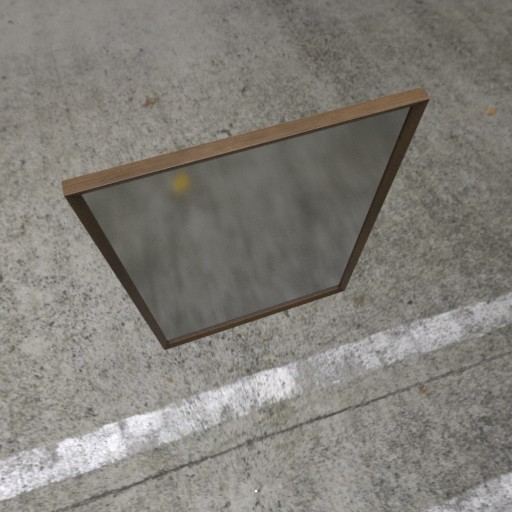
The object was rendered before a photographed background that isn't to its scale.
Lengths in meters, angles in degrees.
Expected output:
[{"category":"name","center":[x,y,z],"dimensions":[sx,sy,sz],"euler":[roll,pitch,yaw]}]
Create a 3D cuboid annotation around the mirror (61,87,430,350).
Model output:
[{"category":"mirror","center":[0.000,0.000,1.331],"dimensions":[0.762,1.016,0.041],"euler":[-17,63,-9]}]
